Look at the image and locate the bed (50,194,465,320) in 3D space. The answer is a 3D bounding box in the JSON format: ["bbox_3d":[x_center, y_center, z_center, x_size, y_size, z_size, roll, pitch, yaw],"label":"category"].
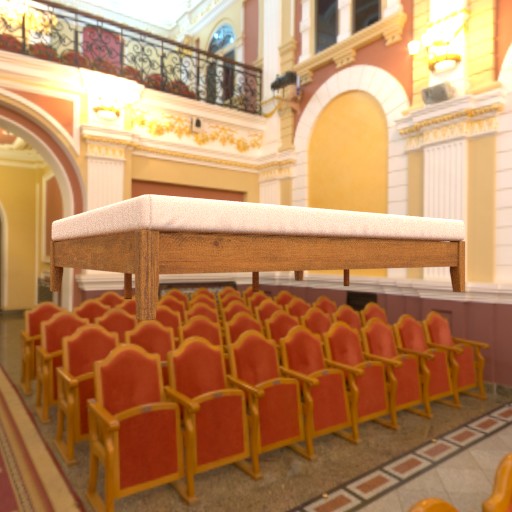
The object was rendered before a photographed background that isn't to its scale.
[{"bbox_3d":[0.000,0.000,2.684,2.016,0.431,1.536,0,0,-36],"label":"bed"}]
